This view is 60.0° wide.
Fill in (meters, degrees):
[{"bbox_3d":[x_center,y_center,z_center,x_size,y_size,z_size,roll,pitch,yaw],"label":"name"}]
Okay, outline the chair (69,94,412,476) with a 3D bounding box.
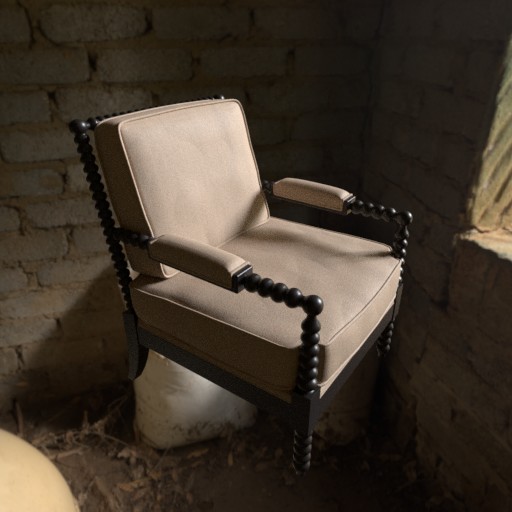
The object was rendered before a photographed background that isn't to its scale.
[{"bbox_3d":[0.000,0.000,1.147,0.657,0.703,0.555,18,33,31],"label":"chair"}]
